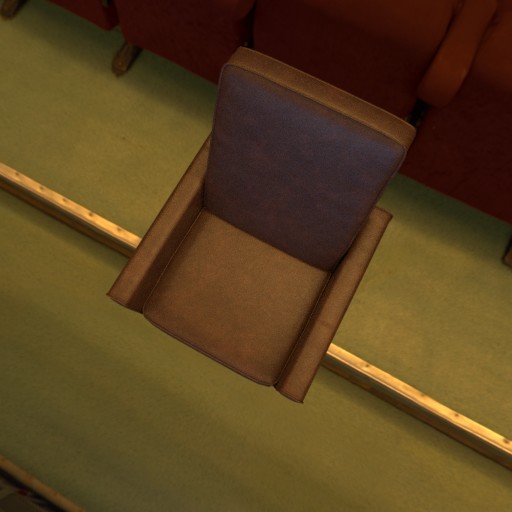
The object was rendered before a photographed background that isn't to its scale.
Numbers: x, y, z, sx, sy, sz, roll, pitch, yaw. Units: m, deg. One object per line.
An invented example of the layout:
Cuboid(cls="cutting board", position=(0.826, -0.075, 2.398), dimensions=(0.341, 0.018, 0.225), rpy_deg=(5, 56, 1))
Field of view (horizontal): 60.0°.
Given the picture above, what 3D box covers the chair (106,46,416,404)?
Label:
Cuboid(cls="chair", position=(0.000, 0.000, 1.503), dimensions=(0.705, 1.013, 0.746), rpy_deg=(28, 78, 6))
